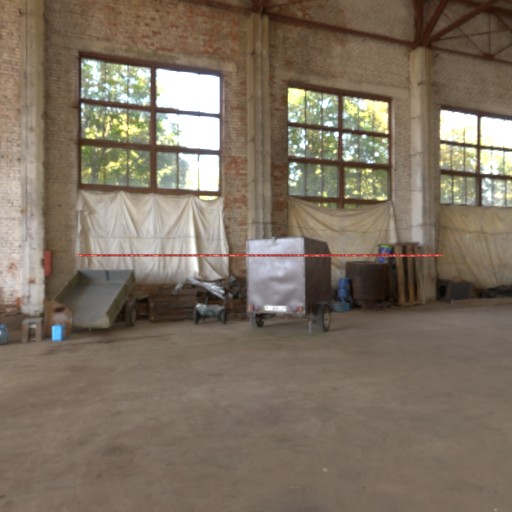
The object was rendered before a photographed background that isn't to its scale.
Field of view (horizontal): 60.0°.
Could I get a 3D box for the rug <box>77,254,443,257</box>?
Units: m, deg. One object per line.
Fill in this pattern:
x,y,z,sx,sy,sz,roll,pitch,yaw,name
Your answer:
0.000,0.000,3.061,1.531,0.010,2.442,0,0,-1,rug
